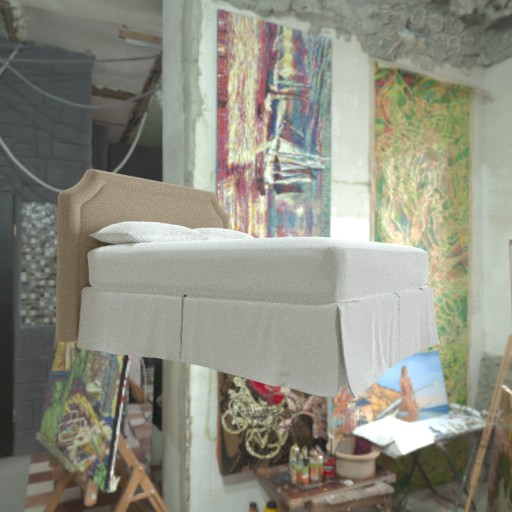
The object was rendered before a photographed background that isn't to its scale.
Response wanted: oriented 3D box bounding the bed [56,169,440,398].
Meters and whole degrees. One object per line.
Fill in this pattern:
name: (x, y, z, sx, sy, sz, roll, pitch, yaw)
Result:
bed: (0.000, 0.000, 3.230, 2.204, 1.301, 1.828, -1, -1, 36)
